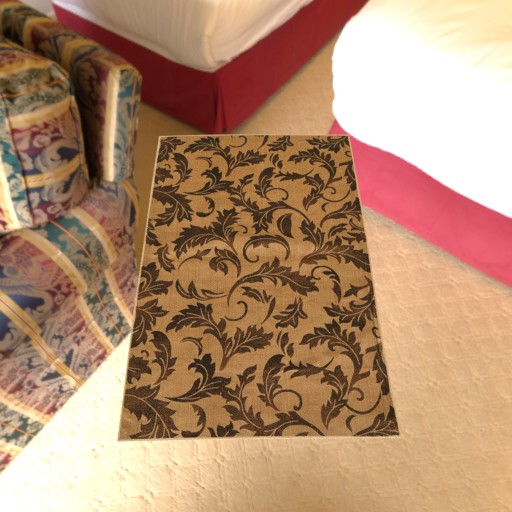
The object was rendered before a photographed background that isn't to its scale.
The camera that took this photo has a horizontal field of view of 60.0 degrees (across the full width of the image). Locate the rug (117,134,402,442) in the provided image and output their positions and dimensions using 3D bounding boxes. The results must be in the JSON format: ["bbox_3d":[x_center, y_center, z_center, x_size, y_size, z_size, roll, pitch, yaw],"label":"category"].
[{"bbox_3d":[0.000,0.000,2.945,1.522,0.008,2.284,-1,58,0],"label":"rug"}]
